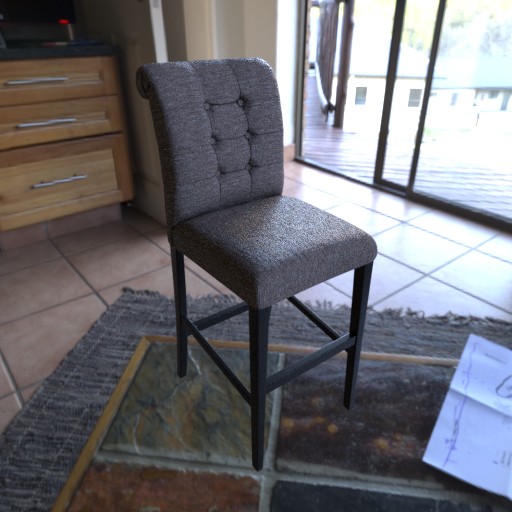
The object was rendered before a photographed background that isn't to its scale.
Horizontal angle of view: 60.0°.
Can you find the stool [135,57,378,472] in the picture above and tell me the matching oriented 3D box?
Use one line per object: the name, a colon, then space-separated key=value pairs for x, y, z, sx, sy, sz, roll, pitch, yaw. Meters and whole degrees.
stool: x=0.000 y=0.000 z=1.429 sx=0.452 sy=1.131 sz=0.613 roll=-19 pitch=34 yaw=-32
